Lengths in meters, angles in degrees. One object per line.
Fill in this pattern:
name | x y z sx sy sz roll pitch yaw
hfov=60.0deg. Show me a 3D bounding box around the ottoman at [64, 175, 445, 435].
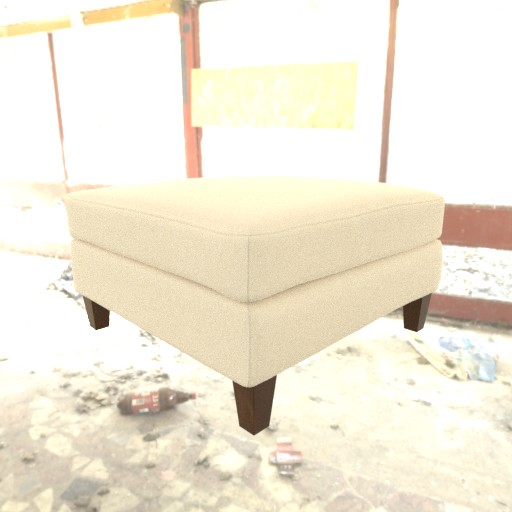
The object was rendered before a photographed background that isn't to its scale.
ottoman | 0.000 0.000 1.367 0.838 0.479 0.838 -14 20 -43
